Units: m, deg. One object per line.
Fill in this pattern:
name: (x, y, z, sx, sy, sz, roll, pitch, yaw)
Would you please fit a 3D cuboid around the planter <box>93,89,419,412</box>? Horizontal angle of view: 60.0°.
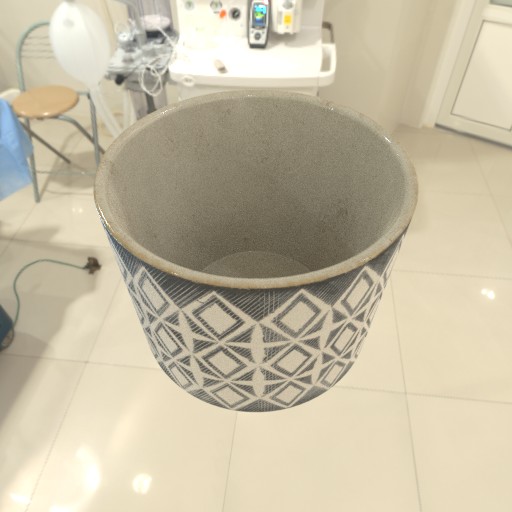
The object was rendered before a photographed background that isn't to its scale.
planter: (0.000, 0.000, 0.330, 0.192, 0.165, 0.192, 0, 47, 0)
